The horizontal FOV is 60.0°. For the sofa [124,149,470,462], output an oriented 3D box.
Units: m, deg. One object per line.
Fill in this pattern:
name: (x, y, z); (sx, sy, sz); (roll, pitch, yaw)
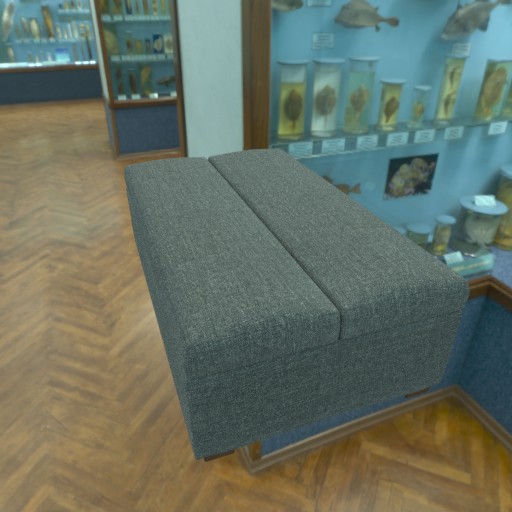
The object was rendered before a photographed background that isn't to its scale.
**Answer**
sofa: (0.000, 0.000, 1.574); (0.782, 0.417, 1.198); (-10, 32, -17)
